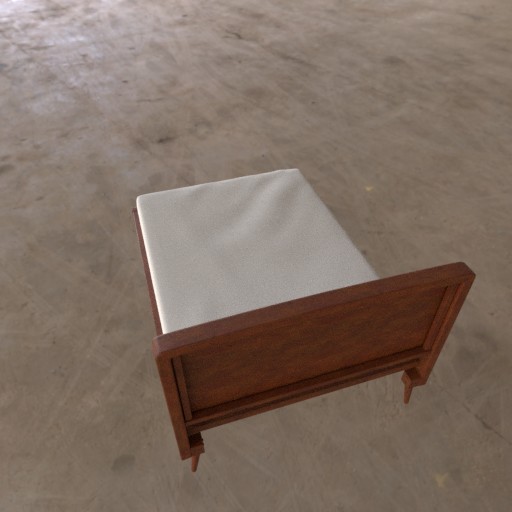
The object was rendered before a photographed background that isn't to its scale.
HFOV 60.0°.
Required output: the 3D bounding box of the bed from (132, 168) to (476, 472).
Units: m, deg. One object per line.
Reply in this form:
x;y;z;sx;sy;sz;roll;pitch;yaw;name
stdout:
0.000;0.000;3.184;1.587;1.275;2.196;-12;44;-13;bed
